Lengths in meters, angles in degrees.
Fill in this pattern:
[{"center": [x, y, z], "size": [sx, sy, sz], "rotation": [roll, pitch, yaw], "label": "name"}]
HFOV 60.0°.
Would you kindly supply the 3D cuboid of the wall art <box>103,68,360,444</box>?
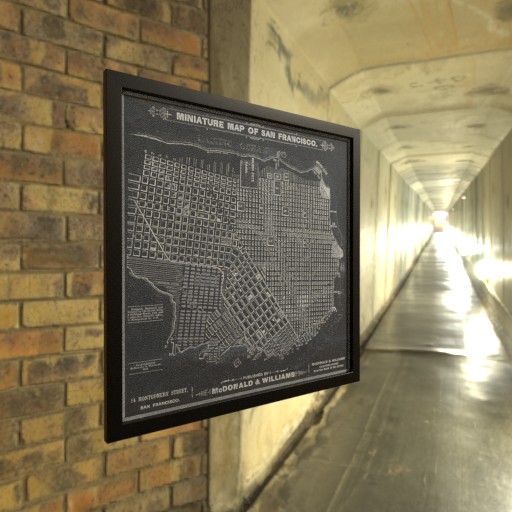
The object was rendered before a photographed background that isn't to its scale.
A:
[{"center": [0.000, 0.000, 0.678], "size": [0.457, 0.458, 0.012], "rotation": [0, 0, -36], "label": "wall art"}]
